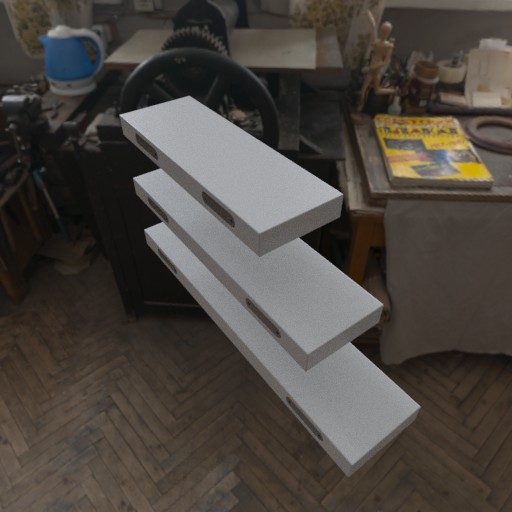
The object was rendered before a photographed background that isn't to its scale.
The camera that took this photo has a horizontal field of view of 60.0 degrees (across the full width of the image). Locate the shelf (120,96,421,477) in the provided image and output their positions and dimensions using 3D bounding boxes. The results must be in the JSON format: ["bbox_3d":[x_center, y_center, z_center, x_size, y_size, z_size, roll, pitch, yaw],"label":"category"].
[{"bbox_3d":[0.000,0.000,0.716,0.140,0.293,0.610,-26,48,-26],"label":"shelf"}]
